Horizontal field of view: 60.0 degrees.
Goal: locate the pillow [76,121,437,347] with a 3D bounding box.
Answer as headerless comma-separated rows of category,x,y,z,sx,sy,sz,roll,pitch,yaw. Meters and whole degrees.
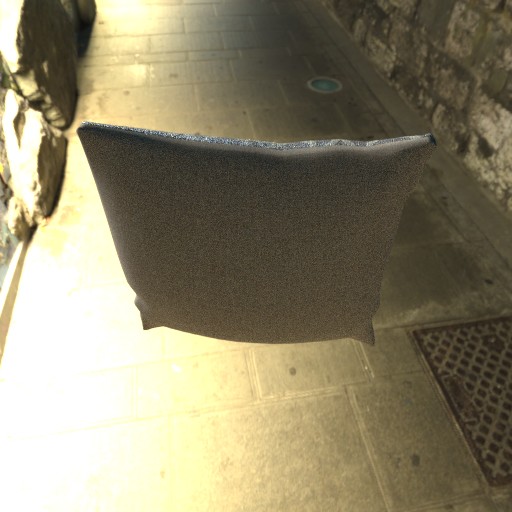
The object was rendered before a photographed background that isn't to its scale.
pillow,0.000,0.000,0.791,0.508,0.498,0.215,3,45,3
